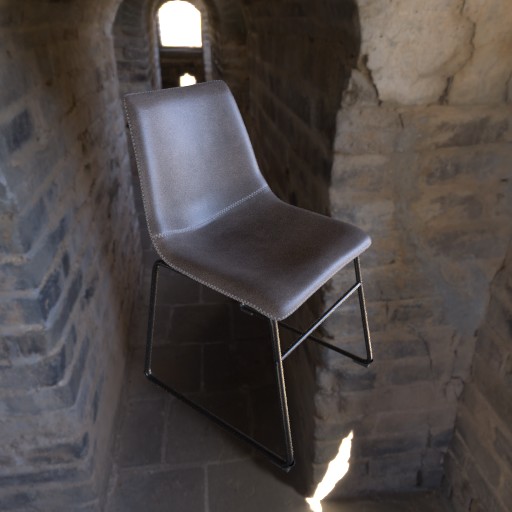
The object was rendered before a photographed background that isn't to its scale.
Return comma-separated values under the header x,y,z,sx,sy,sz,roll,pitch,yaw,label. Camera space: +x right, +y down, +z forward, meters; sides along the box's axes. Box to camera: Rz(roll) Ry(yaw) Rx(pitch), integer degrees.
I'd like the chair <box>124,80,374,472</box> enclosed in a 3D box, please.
x,y,z,sx,sy,sz,roll,pitch,yaw,label
0.000,0.000,1.142,0.550,0.780,0.460,20,35,32,chair
